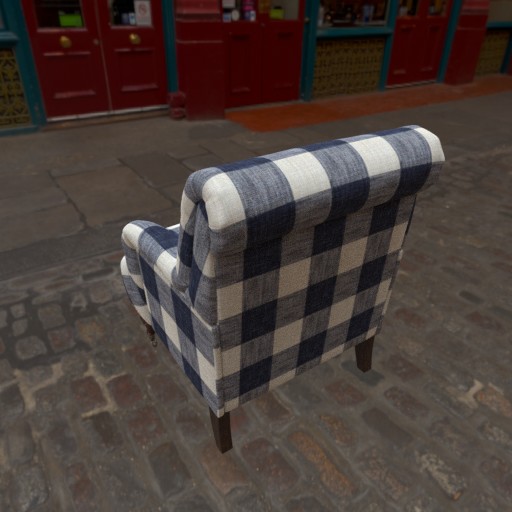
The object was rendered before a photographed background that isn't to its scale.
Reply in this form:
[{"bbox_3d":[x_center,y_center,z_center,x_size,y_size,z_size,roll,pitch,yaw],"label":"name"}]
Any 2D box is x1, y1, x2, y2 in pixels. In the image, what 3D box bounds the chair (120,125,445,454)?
[{"bbox_3d":[0.000,0.000,1.570,0.781,0.953,0.848,-19,35,-29],"label":"chair"}]
